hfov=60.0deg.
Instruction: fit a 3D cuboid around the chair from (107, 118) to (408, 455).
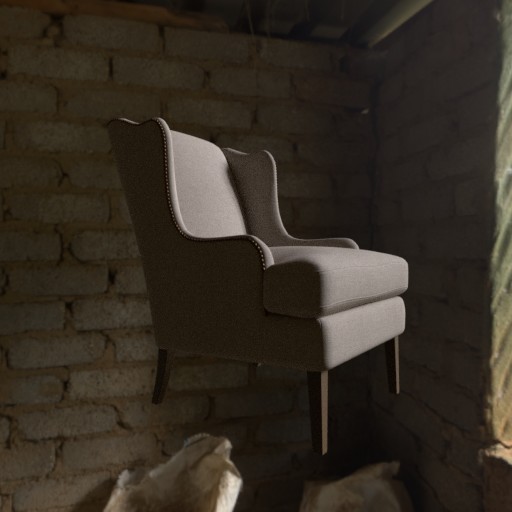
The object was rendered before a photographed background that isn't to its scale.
[{"bbox_3d":[0.000,0.000,1.663,0.940,1.029,0.737,1,2,36],"label":"chair"}]
